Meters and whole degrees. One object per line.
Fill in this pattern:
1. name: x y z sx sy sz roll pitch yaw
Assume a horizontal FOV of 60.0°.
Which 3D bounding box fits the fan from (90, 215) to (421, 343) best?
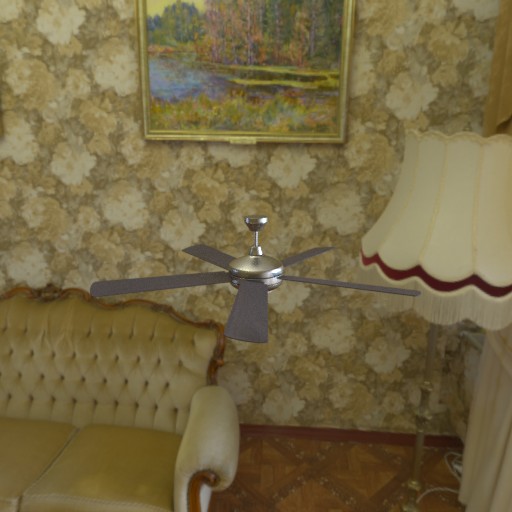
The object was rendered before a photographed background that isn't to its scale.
1. fan: 0.000 0.000 1.992 1.321 0.356 1.321 -13 19 -42
